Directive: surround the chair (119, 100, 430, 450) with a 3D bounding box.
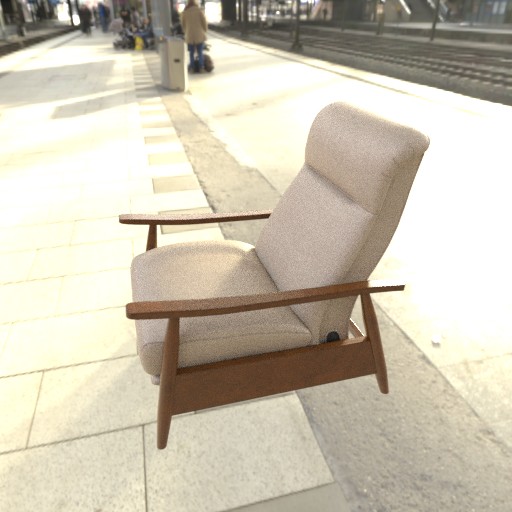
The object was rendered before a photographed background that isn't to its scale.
[{"bbox_3d":[0.000,0.000,1.791,1.030,1.082,0.762,-8,30,-15],"label":"chair"}]
